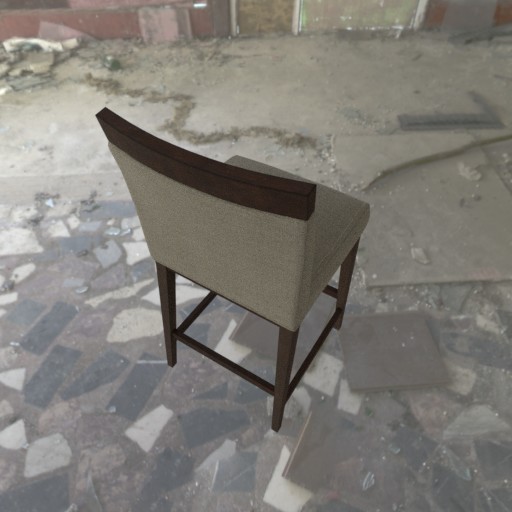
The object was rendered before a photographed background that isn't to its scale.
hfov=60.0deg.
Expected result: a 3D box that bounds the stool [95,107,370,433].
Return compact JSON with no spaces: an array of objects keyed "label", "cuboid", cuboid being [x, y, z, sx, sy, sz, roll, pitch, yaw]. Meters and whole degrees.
[{"label":"stool","cuboid":[0.000,0.000,1.339,0.512,1.009,0.531,25,51,22]}]
